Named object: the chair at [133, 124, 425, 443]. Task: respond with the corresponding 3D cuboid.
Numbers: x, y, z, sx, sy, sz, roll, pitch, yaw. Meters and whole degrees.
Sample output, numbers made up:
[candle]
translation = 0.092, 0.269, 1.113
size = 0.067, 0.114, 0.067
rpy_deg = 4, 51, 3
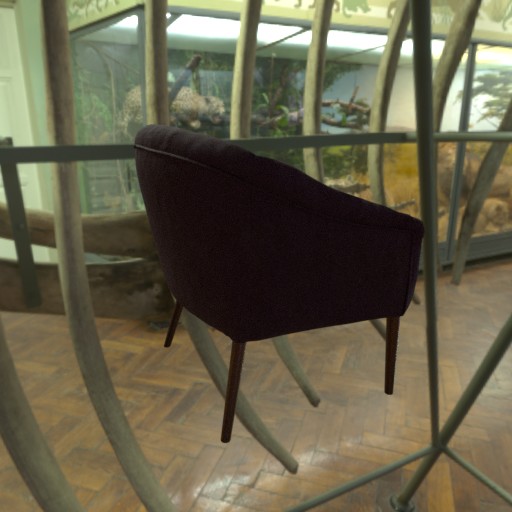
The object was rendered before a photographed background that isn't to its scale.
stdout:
[chair]
translation = 0.000, 0.000, 1.553
size = 0.776, 0.885, 0.851
rpy_deg = -8, 18, -25
